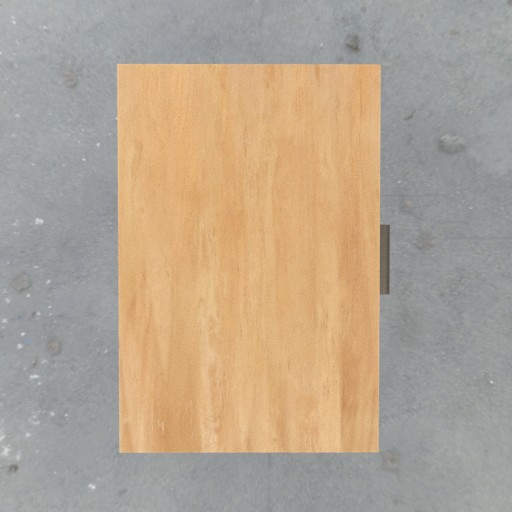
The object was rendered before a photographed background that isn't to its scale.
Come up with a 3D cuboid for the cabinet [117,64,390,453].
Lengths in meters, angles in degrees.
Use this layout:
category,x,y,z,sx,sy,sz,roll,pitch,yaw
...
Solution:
category,x,y,z,sx,sy,sz,roll,pitch,yaw
cabinet,0.000,0.000,0.928,0.394,0.599,0.551,0,91,0
